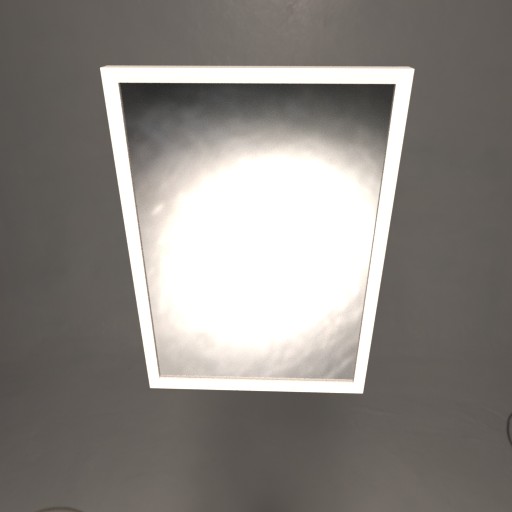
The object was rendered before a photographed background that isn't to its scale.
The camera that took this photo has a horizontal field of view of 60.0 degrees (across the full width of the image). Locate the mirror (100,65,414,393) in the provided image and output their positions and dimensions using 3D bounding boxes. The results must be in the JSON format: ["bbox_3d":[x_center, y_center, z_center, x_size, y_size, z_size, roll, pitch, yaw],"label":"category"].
[{"bbox_3d":[0.000,0.000,0.901,0.507,0.710,0.039,1,29,2],"label":"mirror"}]
